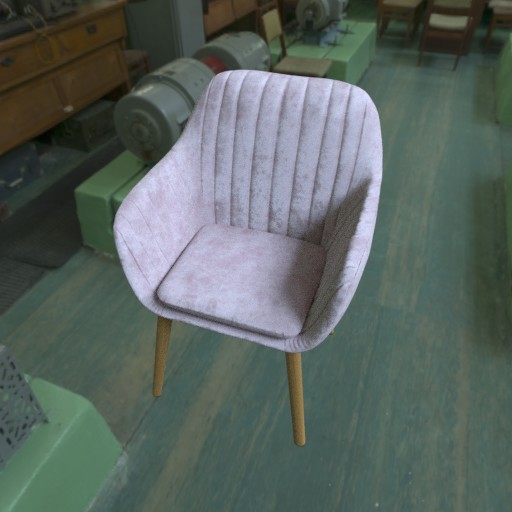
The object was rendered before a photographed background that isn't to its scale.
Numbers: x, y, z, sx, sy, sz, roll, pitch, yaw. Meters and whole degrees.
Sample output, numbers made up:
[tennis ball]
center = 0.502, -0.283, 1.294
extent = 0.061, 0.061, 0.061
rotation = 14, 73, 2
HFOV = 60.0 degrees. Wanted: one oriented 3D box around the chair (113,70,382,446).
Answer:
[chair]
center = 0.000, 0.000, 1.254
extent = 0.610, 0.832, 0.570
rotation = 13, 42, 15
